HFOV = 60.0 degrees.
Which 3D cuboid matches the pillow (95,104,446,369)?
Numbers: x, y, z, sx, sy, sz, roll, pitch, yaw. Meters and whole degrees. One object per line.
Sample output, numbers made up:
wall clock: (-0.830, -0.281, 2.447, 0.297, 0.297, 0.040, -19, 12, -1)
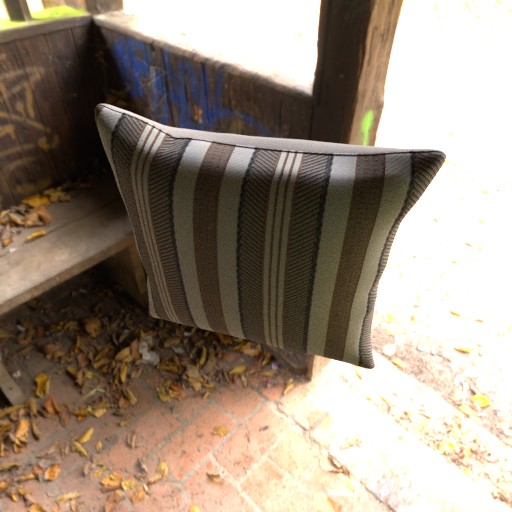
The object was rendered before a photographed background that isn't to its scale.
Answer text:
pillow: (0.000, 0.000, 0.638, 0.416, 0.401, 0.173, 11, 44, 12)
